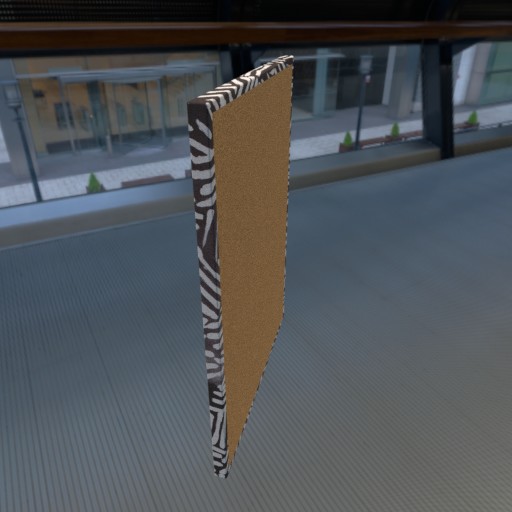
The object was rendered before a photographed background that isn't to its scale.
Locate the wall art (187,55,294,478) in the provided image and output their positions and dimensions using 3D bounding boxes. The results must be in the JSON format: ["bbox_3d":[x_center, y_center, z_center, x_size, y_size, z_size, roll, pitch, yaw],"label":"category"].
[{"bbox_3d":[0.000,0.000,1.316,0.038,1.017,0.765,8,31,13],"label":"wall art"}]
